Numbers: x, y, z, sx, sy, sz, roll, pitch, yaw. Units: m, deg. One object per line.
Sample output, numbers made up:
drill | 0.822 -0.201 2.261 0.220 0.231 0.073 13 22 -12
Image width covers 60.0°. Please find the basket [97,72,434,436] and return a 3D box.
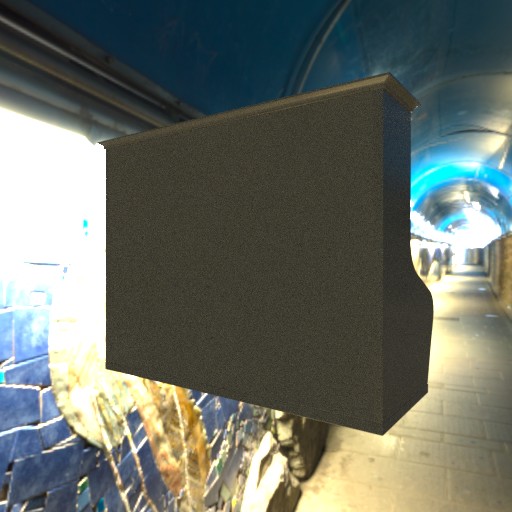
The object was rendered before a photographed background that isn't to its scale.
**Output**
basket | 0.000 0.000 1.089 0.780 0.600 0.350 0 0 35
